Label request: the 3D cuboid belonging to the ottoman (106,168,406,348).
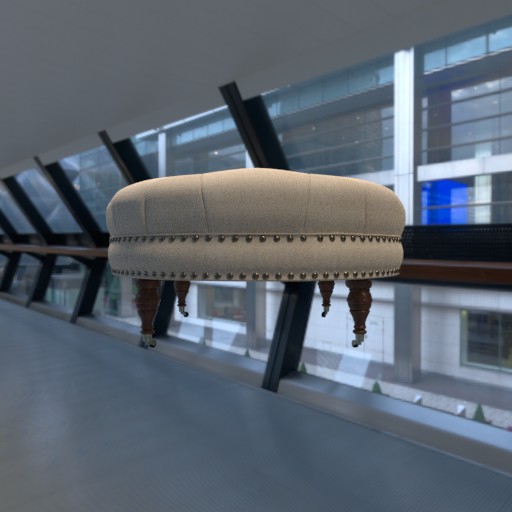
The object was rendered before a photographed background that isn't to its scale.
[{"bbox_3d":[0.000,0.000,1.453,0.940,0.483,0.940,0,1,0],"label":"ottoman"}]
